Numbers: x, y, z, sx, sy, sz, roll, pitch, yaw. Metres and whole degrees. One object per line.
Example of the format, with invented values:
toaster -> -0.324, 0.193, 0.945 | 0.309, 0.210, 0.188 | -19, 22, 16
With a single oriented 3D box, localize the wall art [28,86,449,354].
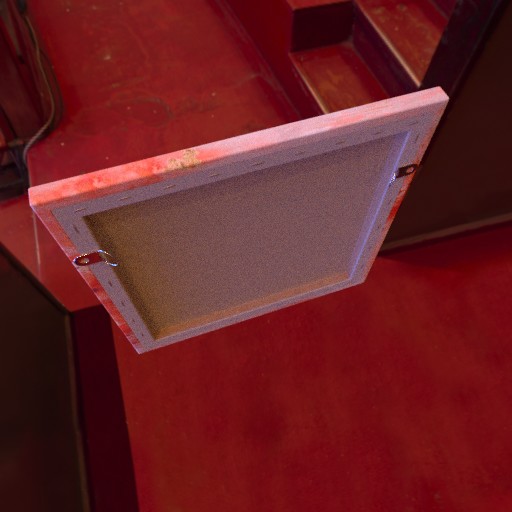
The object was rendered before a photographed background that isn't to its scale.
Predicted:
wall art -> 0.000, 0.000, 1.072 | 0.747, 0.746, 0.064 | -16, 61, -9
